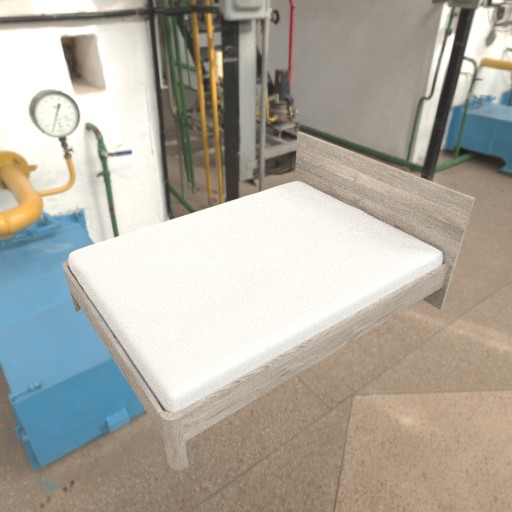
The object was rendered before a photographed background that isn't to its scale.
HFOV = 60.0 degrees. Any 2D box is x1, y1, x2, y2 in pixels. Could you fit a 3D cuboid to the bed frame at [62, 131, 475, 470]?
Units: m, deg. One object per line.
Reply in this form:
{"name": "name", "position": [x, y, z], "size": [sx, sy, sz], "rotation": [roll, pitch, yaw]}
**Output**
{"name": "bed frame", "position": [0.000, 0.000, 2.714], "size": [1.950, 0.800, 1.490], "rotation": [-22, 39, -30]}
